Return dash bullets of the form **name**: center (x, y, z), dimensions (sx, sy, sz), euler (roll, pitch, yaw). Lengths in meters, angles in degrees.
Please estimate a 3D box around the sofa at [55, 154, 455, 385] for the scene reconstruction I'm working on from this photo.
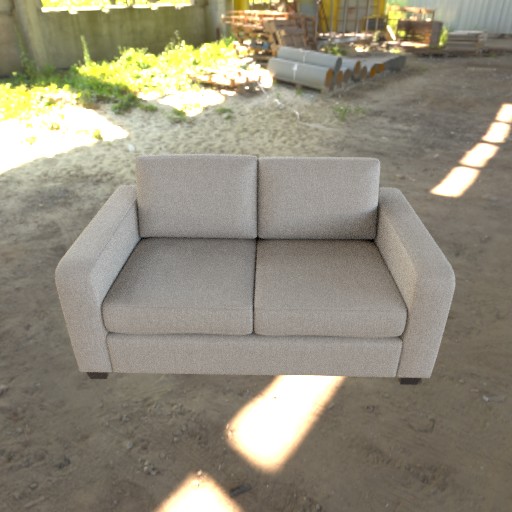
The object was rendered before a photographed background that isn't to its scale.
- **sofa**: center (0.000, 0.000, 2.115), dimensions (1.540, 0.800, 0.900), euler (1, 30, 1)
